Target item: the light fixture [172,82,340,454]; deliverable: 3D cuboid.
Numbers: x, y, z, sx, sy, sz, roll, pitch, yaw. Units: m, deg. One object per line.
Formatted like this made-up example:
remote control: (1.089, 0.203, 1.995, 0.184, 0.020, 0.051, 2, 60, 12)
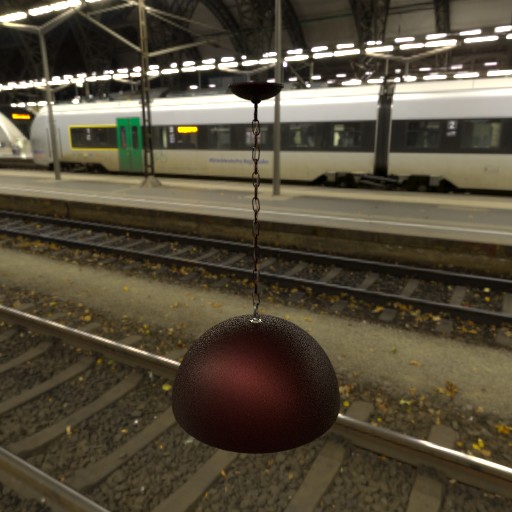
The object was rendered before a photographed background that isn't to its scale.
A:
light fixture: (0.000, 0.000, 1.204, 0.492, 0.869, 0.492, 2, 15, 9)
